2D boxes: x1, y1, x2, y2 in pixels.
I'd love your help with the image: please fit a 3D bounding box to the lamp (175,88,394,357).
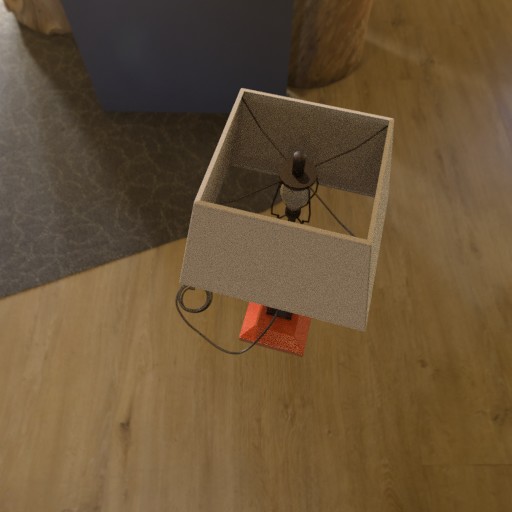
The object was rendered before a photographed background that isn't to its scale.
[{"bbox_3d":[0.000,0.000,1.005,0.498,0.737,0.310,14,63,7],"label":"lamp"}]
